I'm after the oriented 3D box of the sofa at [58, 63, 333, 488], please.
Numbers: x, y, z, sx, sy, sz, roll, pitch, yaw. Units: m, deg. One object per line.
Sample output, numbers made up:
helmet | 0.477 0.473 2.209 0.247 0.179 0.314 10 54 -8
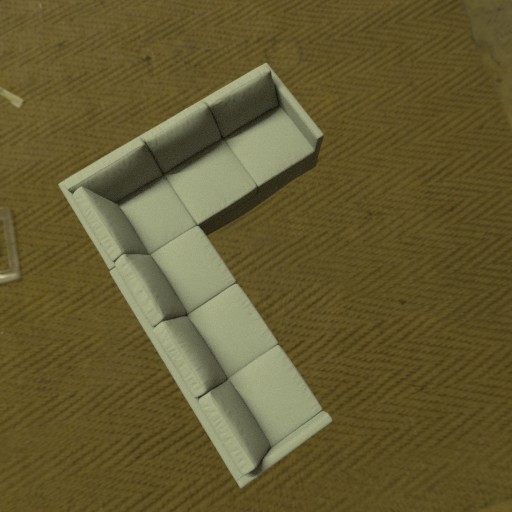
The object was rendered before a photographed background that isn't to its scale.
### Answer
sofa | 0.000 0.000 4.273 2.432 0.871 3.182 -33 78 -8
